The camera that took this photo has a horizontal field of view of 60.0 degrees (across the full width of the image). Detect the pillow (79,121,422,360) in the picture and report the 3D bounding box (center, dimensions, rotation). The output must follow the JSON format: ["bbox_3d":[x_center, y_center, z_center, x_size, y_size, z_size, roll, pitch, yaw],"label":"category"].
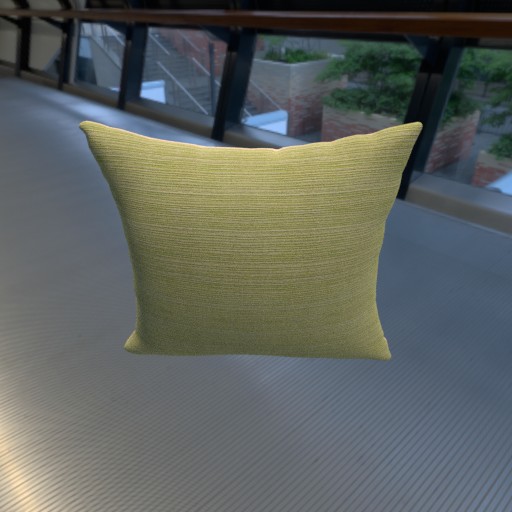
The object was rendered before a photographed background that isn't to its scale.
[{"bbox_3d":[0.000,0.000,0.810,0.560,0.487,0.229,1,31,2],"label":"pillow"}]
